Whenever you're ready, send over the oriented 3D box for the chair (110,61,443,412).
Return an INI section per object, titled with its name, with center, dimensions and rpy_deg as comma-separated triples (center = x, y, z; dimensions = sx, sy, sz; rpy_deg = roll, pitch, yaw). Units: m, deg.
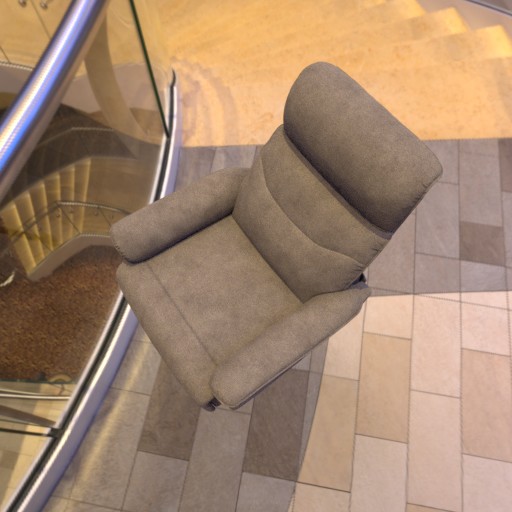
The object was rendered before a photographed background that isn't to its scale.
[chair]
center = 0.000, 0.000, 1.708
dimensions = 1.009, 1.036, 0.830
rpy_deg = -34, 70, -14
